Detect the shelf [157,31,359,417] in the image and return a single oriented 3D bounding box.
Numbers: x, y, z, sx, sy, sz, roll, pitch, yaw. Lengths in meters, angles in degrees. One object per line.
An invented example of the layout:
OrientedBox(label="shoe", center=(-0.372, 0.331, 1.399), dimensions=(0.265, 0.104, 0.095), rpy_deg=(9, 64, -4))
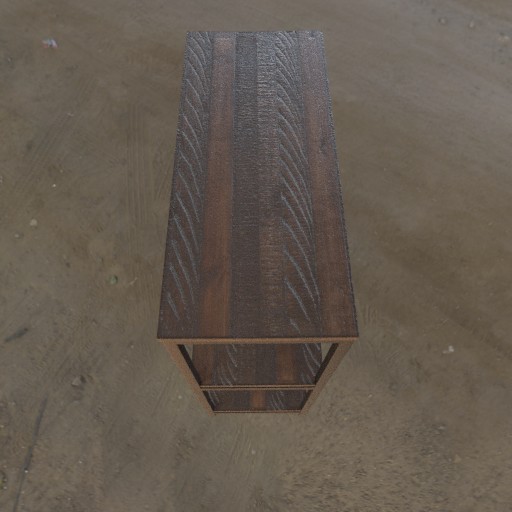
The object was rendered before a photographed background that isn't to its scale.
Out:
OrientedBox(label="shelf", center=(0.000, 0.000, 1.379), dimensions=(0.352, 0.947, 0.822), rpy_deg=(0, 62, 0))
